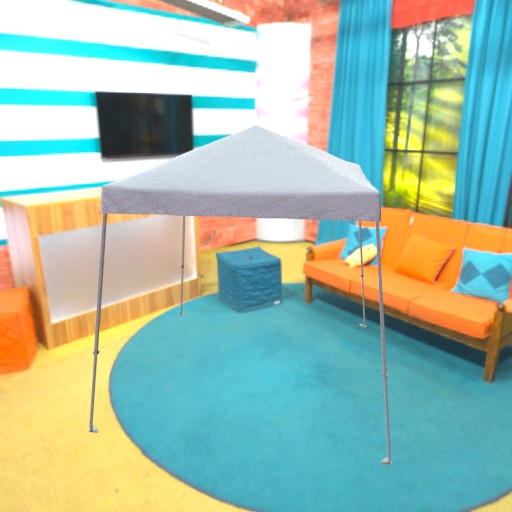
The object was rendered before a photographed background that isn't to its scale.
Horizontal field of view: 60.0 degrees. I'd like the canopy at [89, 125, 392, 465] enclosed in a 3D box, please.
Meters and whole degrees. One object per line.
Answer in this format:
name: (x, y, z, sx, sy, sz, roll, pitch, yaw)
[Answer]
canopy: (0.000, 0.000, 5.028, 2.850, 2.850, 2.849, 3, 17, 8)
